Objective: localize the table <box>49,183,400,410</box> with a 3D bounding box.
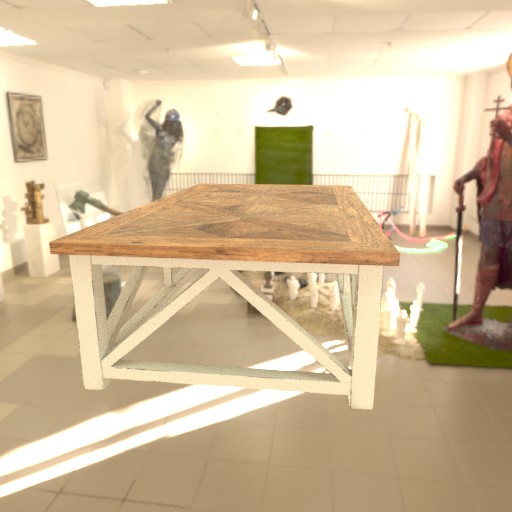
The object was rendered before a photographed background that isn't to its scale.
[{"bbox_3d":[0.000,0.000,1.714,0.800,0.410,1.400,2,15,7],"label":"table"}]
